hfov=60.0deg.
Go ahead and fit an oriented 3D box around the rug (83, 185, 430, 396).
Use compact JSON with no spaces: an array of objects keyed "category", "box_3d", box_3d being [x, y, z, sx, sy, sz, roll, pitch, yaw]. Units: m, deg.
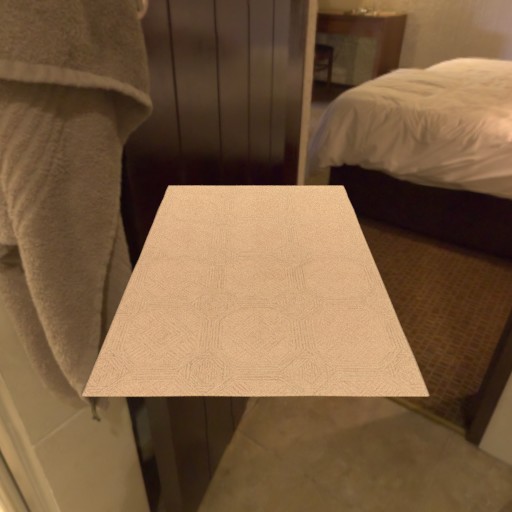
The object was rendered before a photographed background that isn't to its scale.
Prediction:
[{"category":"rug","box_3d":[0.000,0.000,2.338,1.236,0.009,1.839,0,32,0]}]
